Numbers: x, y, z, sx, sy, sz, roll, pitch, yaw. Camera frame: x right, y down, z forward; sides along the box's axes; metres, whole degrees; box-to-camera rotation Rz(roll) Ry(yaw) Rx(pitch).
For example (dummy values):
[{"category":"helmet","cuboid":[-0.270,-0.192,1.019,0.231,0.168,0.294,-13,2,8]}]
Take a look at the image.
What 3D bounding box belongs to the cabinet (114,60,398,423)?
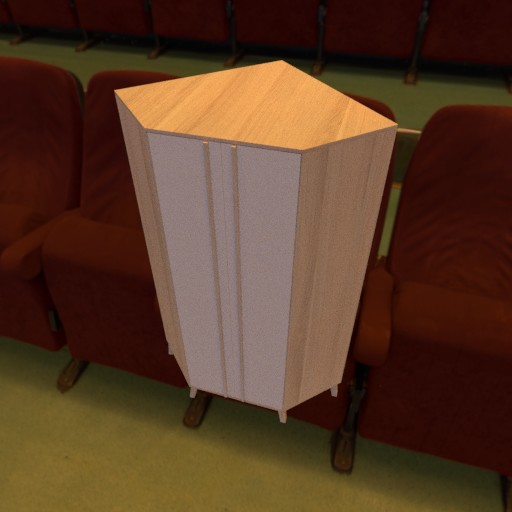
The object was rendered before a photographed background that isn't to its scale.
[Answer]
[{"category":"cabinet","cuboid":[0.000,0.000,2.654,1.272,1.957,0.969,11,42,12]}]
